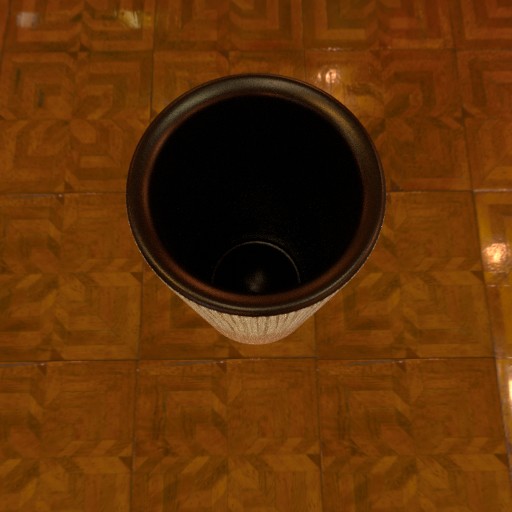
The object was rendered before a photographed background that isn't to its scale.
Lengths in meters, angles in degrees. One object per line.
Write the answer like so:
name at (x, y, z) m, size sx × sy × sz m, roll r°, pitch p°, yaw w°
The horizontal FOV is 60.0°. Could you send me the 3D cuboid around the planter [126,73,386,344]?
planter at (0.000, 0.000, 0.277) m, size 0.100 × 0.227 × 0.100 m, roll 2°, pitch 76°, yaw 0°
